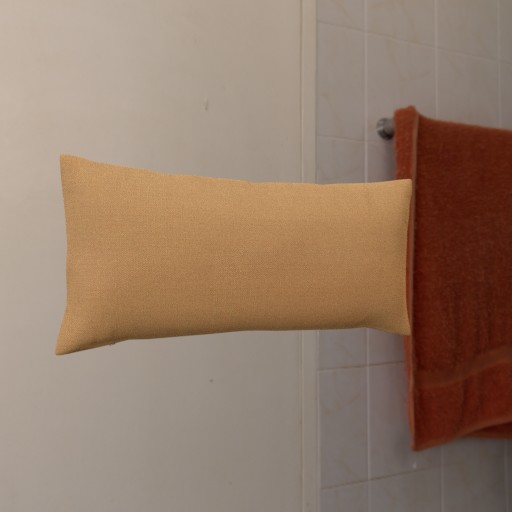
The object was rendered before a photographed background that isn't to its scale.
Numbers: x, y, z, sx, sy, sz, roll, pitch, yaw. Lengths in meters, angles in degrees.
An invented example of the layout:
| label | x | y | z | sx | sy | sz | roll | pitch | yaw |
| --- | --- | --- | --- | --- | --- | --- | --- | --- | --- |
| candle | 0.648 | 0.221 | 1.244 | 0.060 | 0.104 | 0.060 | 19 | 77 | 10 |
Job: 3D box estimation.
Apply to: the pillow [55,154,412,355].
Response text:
| label | x | y | z | sx | sy | sz | roll | pitch | yaw |
| --- | --- | --- | --- | --- | --- | --- | --- | --- | --- |
| pillow | 0.000 | 0.000 | 0.735 | 0.608 | 0.291 | 0.151 | 0 | -2 | -18 |
